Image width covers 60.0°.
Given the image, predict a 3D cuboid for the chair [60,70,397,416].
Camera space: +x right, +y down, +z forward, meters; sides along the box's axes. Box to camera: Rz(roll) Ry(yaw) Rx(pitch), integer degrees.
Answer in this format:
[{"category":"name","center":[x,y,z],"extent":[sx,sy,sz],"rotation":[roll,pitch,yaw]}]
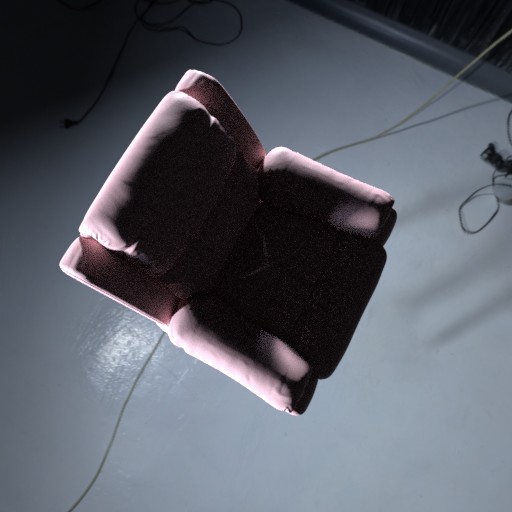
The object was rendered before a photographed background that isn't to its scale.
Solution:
[{"category":"chair","center":[0.000,0.000,1.271],"extent":[0.709,0.702,0.680],"rotation":[27,77,7]}]
